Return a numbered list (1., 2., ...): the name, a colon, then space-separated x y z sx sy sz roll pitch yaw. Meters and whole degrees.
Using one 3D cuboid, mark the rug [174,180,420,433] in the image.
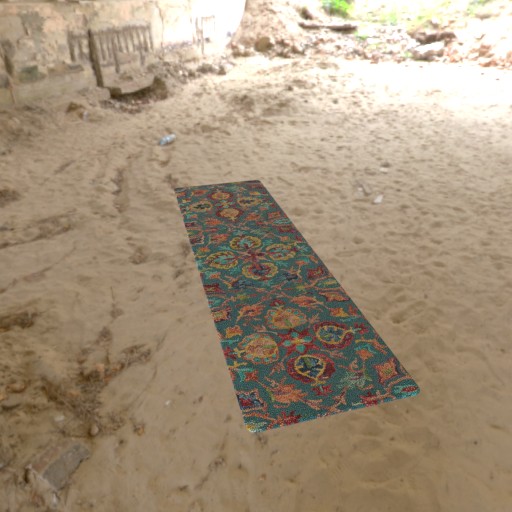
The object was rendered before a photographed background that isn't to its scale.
1. rug: 0.000 0.000 2.546 0.686 0.013 2.286 -8 32 -13
